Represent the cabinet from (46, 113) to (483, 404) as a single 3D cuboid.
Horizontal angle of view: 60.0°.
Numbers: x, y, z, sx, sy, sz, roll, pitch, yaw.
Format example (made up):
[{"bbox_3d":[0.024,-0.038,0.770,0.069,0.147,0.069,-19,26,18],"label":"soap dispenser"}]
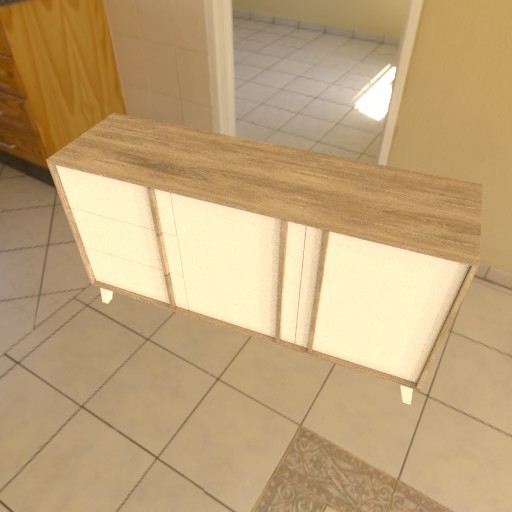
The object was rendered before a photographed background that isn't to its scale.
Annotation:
[{"bbox_3d":[0.000,0.000,1.975,1.600,0.870,0.450,15,45,16],"label":"cabinet"}]
